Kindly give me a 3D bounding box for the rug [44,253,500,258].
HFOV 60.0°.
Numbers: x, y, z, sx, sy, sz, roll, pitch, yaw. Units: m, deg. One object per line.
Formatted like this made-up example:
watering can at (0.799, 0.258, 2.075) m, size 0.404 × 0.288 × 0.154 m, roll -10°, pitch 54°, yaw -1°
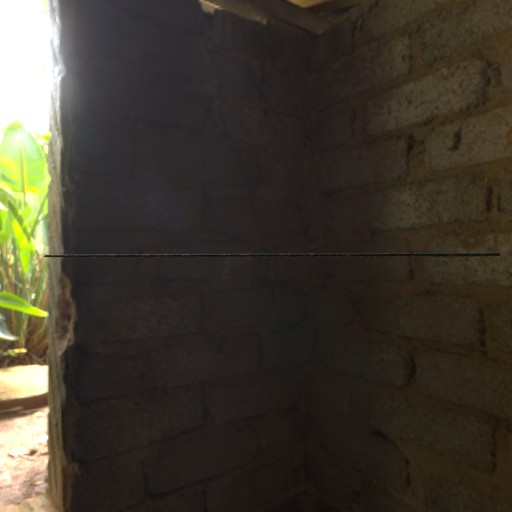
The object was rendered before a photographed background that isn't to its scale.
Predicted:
rug at (0.000, 0.000, 2.451) m, size 2.286 × 0.013 × 0.686 m, roll 0°, pitch -1°, yaw 17°
